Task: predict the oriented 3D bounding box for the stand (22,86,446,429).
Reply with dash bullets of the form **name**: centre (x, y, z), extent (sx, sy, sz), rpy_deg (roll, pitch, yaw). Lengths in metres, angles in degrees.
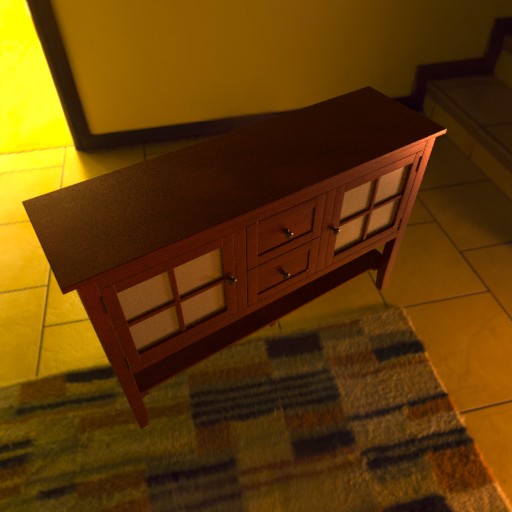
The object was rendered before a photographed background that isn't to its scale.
- **stand**: centre (0.000, 0.000, 1.741), extent (1.362, 0.872, 0.410), rpy_deg (-25, 51, -22)
